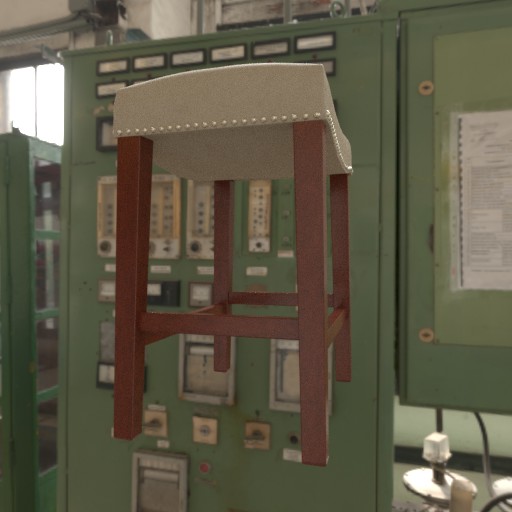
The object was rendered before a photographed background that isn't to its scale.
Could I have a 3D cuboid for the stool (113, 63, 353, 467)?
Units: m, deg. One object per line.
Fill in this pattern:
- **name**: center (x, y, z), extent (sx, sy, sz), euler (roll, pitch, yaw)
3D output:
- **stool**: center (0.000, 0.000, 0.952), extent (0.375, 0.632, 0.509), euler (0, 0, 17)
